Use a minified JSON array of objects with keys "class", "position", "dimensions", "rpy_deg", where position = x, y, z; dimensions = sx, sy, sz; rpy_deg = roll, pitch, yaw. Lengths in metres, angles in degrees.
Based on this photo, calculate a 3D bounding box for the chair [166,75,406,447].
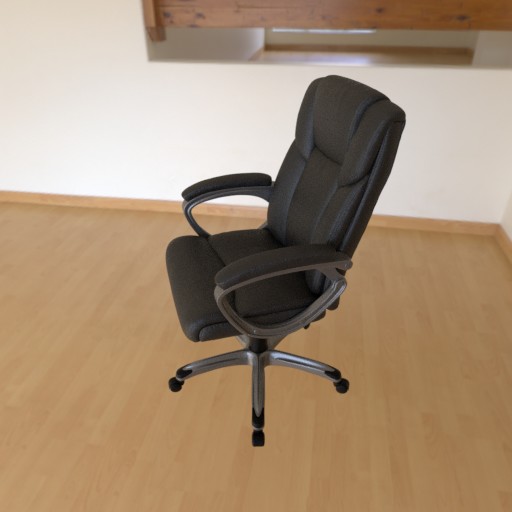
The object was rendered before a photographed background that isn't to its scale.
[{"class":"chair","position":[0.000,0.000,1.553],"dimensions":[0.719,1.130,0.721],"rpy_deg":[-8,33,-13]}]
